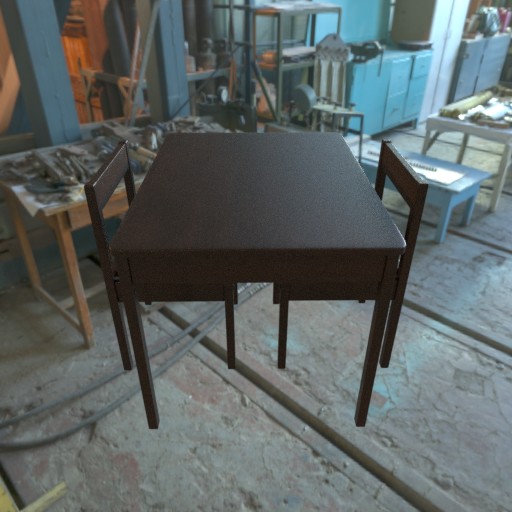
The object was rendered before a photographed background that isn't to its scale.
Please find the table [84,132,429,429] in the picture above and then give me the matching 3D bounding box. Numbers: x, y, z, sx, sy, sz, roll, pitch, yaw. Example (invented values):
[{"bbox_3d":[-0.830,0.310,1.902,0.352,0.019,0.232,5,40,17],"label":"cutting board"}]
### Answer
[{"bbox_3d":[0.000,0.000,1.111,0.672,0.503,0.650,0,32,-1],"label":"table"}]
